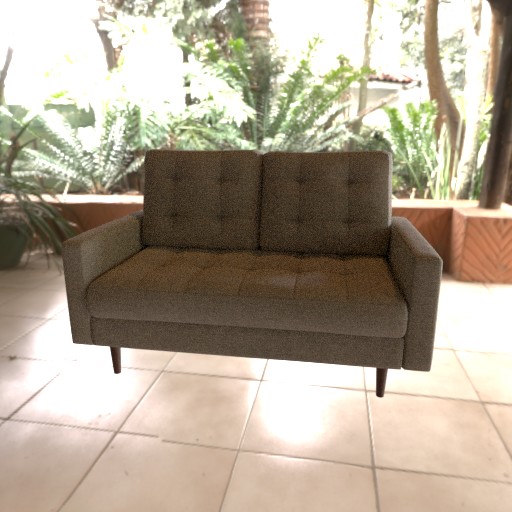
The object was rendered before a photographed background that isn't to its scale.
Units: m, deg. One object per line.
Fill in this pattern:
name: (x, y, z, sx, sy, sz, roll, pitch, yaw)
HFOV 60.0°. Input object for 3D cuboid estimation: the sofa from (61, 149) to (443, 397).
sofa: (0.000, 0.000, 1.981, 1.407, 0.907, 0.842, 2, 16, 9)
